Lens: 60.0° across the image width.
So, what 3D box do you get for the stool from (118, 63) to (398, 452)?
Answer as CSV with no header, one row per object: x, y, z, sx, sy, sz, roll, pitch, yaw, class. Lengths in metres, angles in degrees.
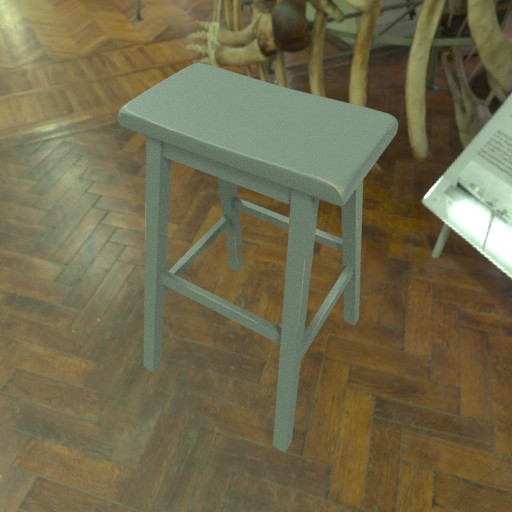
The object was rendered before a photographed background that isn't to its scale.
0.000,0.000,1.050,0.457,0.737,0.476,24,51,21,stool
